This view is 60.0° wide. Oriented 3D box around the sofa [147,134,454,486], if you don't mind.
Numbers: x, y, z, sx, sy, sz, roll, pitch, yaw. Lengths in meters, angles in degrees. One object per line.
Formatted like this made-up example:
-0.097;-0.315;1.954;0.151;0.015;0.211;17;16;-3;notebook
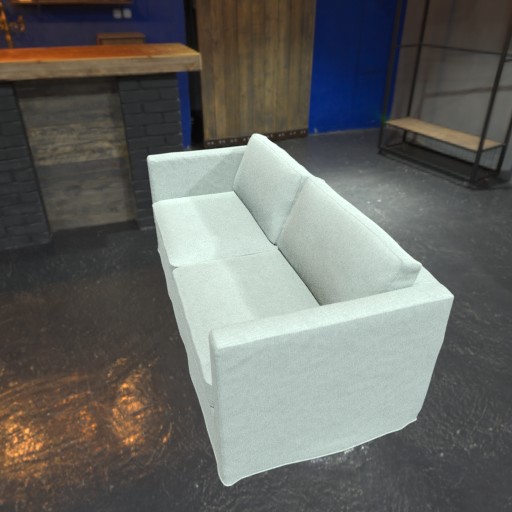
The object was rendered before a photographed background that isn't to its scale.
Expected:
0.000;0.000;2.458;0.940;0.870;1.987;-10;33;-15;sofa
